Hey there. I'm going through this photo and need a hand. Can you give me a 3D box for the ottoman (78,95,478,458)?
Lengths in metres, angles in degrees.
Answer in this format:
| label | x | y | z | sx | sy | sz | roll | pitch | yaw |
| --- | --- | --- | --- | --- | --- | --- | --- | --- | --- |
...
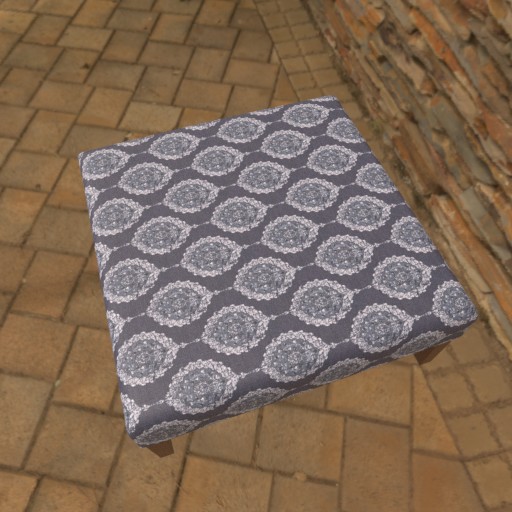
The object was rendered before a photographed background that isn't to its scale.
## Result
| label | x | y | z | sx | sy | sz | roll | pitch | yaw |
| --- | --- | --- | --- | --- | --- | --- | --- | --- | --- |
| ottoman | 0.000 | 0.000 | 1.376 | 0.890 | 0.409 | 0.889 | -16 | 59 | -10 |
